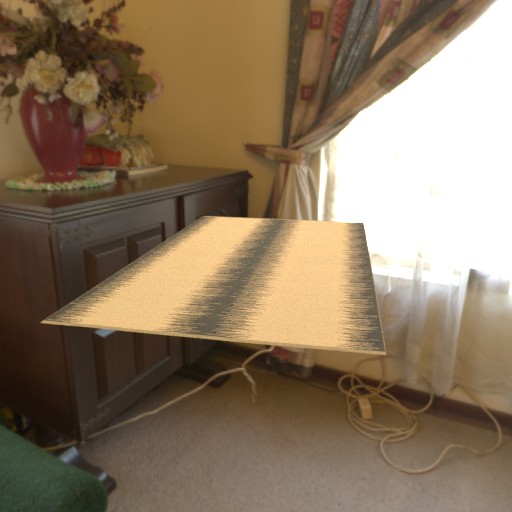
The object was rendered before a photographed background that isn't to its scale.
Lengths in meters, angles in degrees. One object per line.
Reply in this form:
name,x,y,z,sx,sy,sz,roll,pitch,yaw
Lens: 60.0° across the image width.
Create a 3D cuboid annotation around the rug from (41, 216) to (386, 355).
rug,0.000,0.000,3.020,1.519,0.003,2.453,3,17,11
